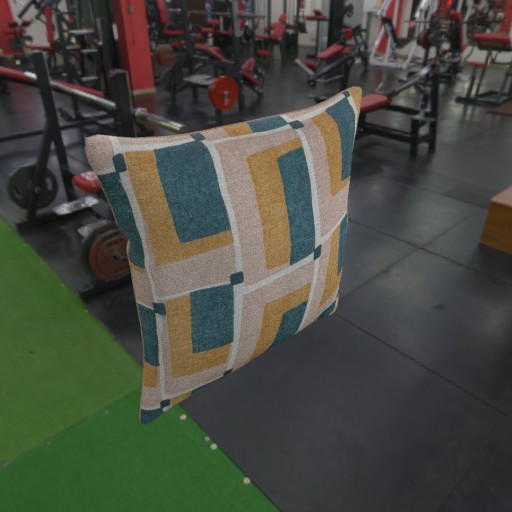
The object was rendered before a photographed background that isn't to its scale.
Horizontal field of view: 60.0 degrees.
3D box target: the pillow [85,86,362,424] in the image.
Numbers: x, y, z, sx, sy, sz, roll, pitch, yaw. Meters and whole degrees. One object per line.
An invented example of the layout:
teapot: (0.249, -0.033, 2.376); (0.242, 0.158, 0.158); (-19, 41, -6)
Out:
pillow: (0.000, 0.000, 0.734); (0.478, 0.479, 0.158); (-23, 38, -33)
